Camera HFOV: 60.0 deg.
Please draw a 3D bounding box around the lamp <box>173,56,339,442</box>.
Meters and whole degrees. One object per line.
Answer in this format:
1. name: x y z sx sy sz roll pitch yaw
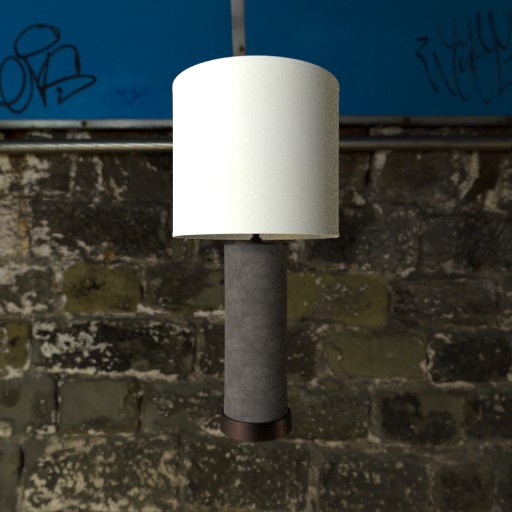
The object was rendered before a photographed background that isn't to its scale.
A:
1. lamp: 0.000 0.000 0.816 0.301 0.630 0.301 0 0 18
